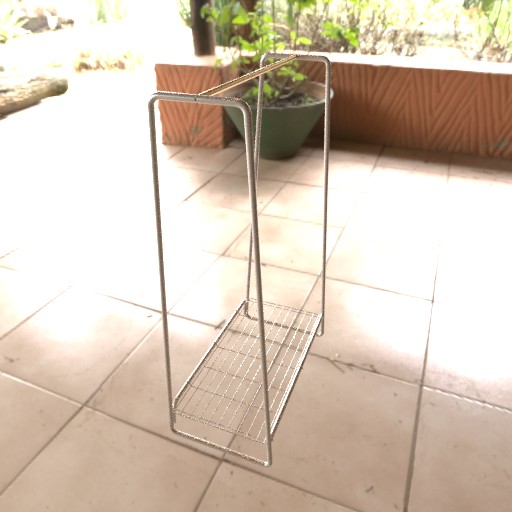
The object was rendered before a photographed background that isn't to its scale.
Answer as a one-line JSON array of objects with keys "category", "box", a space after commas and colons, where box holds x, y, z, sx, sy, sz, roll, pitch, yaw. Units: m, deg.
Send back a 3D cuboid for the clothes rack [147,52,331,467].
[{"category": "clothes rack", "box": [0.000, 0.000, 1.913, 0.495, 1.500, 0.900, 12, 33, 18]}]
